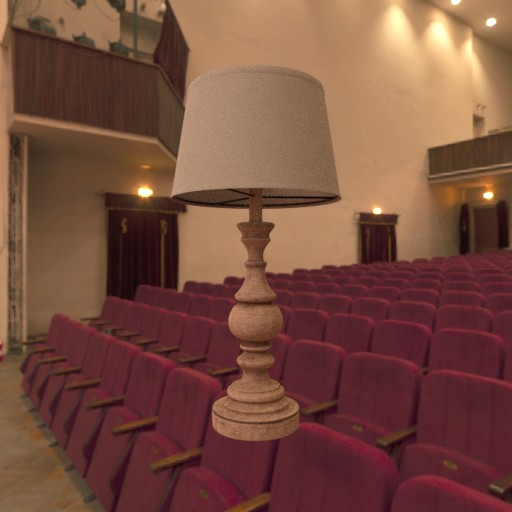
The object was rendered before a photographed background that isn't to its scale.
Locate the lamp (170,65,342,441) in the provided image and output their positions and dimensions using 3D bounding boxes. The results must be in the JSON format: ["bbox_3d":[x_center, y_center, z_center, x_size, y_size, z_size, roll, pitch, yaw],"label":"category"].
[{"bbox_3d":[0.000,0.000,0.896,0.340,0.678,0.340,0,0,0],"label":"lamp"}]
